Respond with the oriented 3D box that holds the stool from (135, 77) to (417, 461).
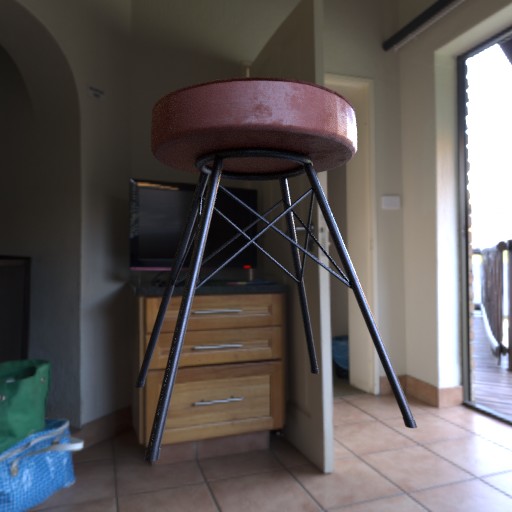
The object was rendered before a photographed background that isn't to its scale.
[{"bbox_3d":[0.000,0.000,0.898,0.457,0.593,0.421,0,-1,-17],"label":"stool"}]
